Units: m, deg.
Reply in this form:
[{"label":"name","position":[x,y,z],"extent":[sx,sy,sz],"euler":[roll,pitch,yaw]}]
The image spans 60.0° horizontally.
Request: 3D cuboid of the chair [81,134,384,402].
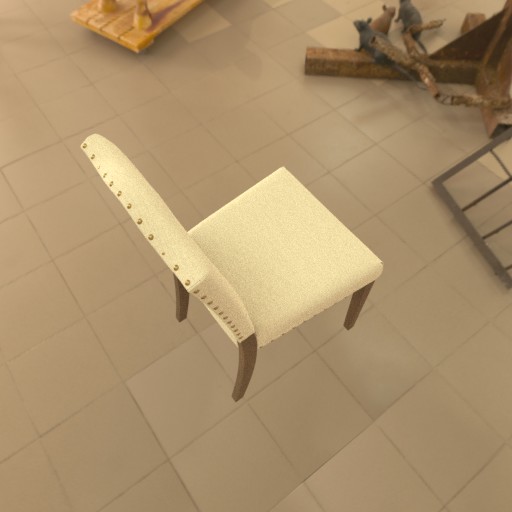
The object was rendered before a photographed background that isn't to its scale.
[{"label":"chair","position":[0.000,0.000,1.336],"extent":[0.619,1.015,0.508],"euler":[-33,64,-18]}]
